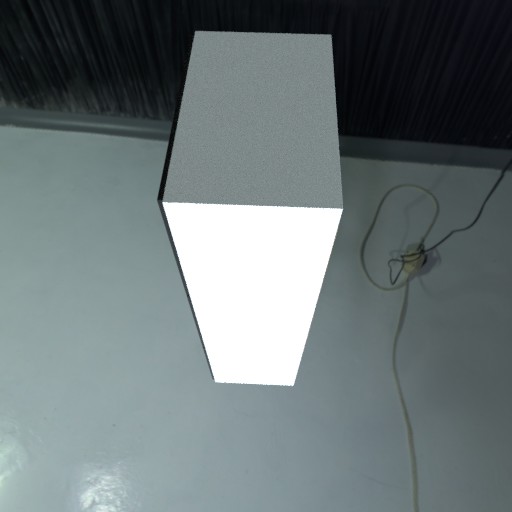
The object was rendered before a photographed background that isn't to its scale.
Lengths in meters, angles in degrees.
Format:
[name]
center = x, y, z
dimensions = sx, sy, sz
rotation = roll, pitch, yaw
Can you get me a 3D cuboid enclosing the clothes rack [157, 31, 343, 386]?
[clothes rack]
center = 0.000, 0.000, 1.411
dimensions = 0.330, 1.187, 0.500
rotation = 2, 59, 1
